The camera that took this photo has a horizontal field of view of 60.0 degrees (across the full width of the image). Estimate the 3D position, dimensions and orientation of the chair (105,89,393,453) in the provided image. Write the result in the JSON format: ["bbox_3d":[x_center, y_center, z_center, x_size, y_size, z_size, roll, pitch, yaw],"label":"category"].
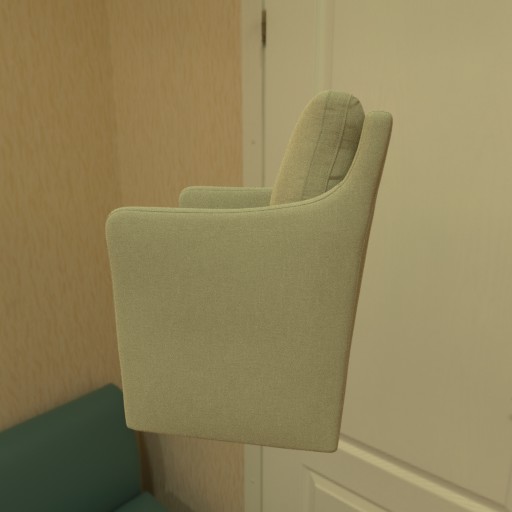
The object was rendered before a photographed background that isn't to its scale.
[{"bbox_3d":[0.000,0.000,1.363,0.694,0.914,0.626,3,15,10],"label":"chair"}]
